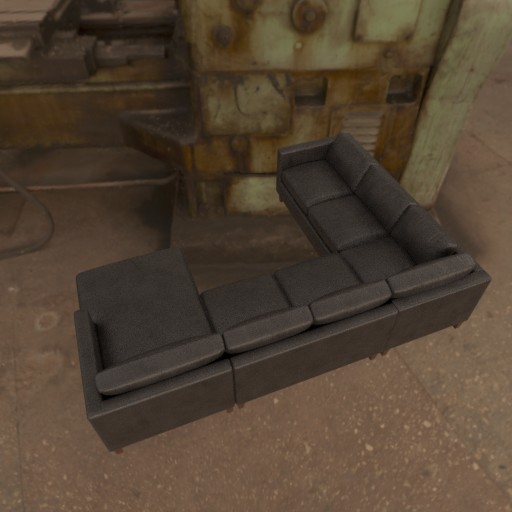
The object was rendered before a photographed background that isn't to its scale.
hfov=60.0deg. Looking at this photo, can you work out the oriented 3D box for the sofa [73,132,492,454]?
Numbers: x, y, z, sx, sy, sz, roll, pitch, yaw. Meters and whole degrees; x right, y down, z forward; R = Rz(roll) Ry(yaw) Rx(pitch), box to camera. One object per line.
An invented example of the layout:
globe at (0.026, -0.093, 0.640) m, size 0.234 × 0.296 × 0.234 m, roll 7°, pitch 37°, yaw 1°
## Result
sofa at (0.000, 0.000, 4.294) m, size 3.324 × 0.891 × 2.452 m, roll -16°, pitch 49°, yaw -14°
